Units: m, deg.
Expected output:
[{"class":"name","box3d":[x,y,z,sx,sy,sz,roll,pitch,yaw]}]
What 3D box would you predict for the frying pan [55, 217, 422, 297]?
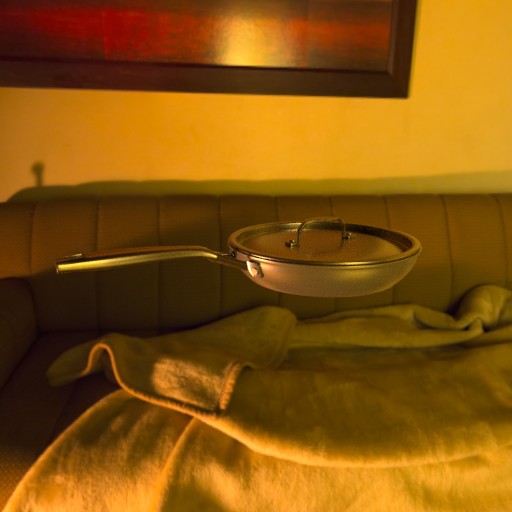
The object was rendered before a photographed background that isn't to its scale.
[{"class":"frying pan","box3d":[0.000,0.000,0.595,0.490,0.086,0.272,-8,17,-28]}]
